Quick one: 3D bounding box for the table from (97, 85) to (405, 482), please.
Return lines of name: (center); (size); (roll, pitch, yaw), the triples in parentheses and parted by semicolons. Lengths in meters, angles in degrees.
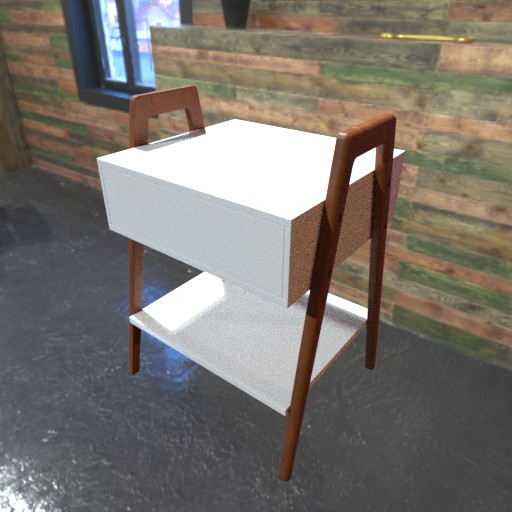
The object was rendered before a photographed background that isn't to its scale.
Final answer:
table: (0.000, 0.000, 0.915); (0.457, 0.610, 0.405); (21, 36, 32)
